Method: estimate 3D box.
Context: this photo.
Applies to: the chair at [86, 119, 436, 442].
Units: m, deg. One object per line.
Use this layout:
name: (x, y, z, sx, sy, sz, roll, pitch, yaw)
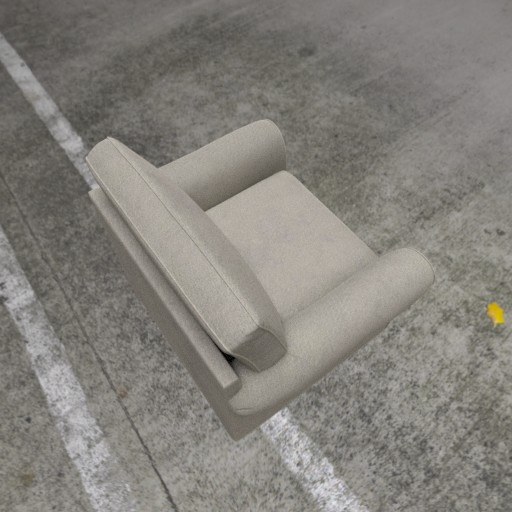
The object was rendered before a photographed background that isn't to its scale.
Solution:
chair: (0.000, 0.000, 1.902, 0.939, 1.044, 1.147, -31, 62, -19)
